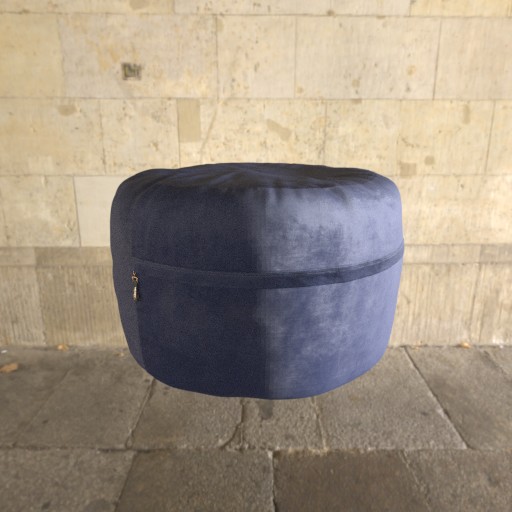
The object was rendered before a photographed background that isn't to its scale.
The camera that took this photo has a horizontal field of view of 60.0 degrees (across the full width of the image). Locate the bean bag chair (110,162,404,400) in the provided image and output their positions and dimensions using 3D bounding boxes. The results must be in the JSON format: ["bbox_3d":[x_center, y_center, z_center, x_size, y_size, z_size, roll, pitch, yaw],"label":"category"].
[{"bbox_3d":[0.000,0.000,1.947,1.219,0.762,1.219,0,16,0],"label":"bean bag chair"}]
